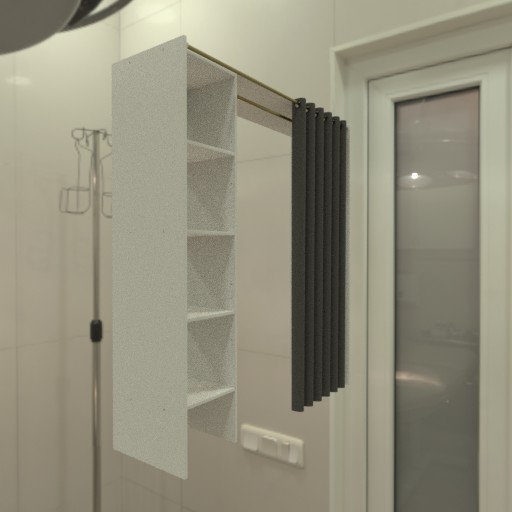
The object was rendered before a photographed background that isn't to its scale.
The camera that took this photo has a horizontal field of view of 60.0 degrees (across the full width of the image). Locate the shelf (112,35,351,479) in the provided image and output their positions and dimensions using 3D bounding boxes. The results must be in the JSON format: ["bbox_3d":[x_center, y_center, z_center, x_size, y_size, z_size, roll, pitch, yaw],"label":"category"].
[{"bbox_3d":[0.000,0.000,2.578,0.500,1.810,1.600,1,1,36],"label":"shelf"}]
